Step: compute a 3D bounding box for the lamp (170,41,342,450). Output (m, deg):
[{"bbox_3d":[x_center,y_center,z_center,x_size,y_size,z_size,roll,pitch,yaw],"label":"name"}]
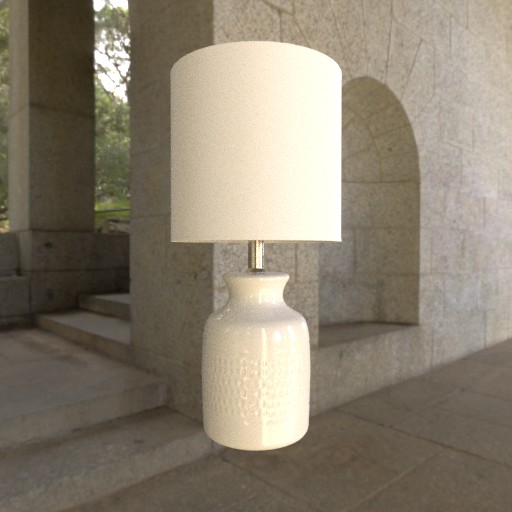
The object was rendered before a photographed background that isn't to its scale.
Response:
[{"bbox_3d":[0.000,0.000,0.497,0.188,0.392,0.188,0,1,18],"label":"lamp"}]
